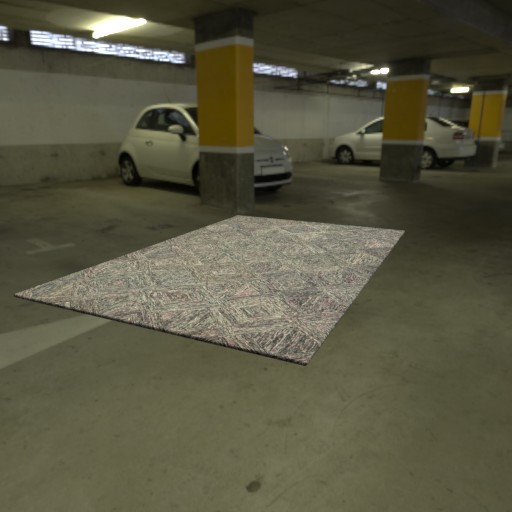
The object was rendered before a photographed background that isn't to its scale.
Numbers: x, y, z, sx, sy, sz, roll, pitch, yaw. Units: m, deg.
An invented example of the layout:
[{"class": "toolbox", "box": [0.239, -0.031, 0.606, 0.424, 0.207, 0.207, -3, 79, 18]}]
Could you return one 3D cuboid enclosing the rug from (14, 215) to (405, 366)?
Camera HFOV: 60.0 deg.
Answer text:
[{"class": "rug", "box": [0.000, 0.000, 2.826, 1.501, 0.017, 2.298, 8, 18, 25]}]
